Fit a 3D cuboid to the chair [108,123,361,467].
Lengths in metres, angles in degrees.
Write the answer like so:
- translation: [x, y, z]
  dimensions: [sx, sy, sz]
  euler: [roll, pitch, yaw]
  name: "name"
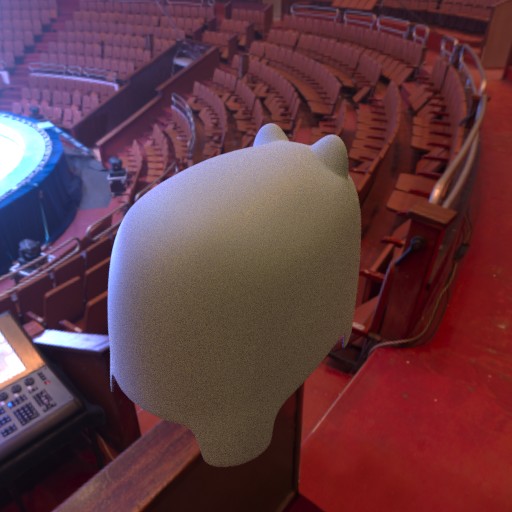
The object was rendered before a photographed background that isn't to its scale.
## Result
- translation: [0.000, 0.000, 0.848]
  dimensions: [0.364, 0.423, 0.619]
  euler: [21, 37, 31]
  name: "chair"
